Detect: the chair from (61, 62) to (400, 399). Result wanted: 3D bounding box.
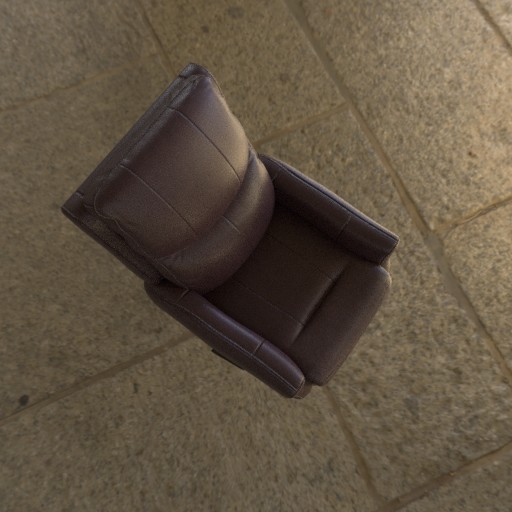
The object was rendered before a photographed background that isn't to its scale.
[{"bbox_3d":[0.000,0.000,1.790,1.080,1.030,0.829,35,78,8],"label":"chair"}]
